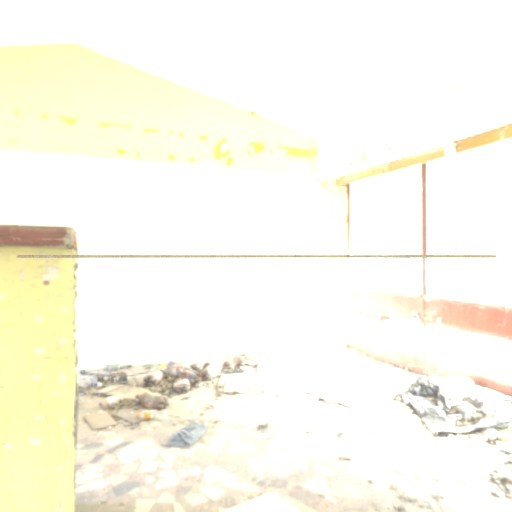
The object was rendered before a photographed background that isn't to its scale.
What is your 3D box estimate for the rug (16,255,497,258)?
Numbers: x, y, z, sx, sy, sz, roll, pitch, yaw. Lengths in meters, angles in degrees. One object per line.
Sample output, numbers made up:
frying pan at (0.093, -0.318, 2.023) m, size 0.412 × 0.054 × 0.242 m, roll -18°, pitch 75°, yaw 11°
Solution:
rug at (0.000, 0.000, 4.007) m, size 3.038 × 0.019 × 2.420 m, roll 0°, pitch 0°, yaw -1°
